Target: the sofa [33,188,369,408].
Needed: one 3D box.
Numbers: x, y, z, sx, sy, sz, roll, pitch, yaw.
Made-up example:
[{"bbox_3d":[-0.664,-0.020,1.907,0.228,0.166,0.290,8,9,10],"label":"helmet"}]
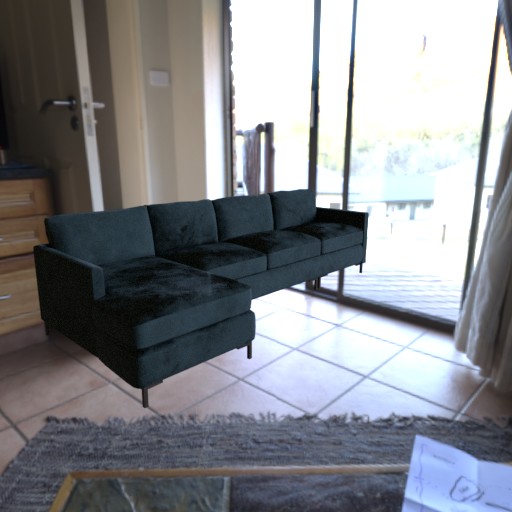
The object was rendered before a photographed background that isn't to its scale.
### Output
[{"bbox_3d":[0.000,0.000,4.052,1.500,0.967,3.400,13,19,43],"label":"sofa"}]
